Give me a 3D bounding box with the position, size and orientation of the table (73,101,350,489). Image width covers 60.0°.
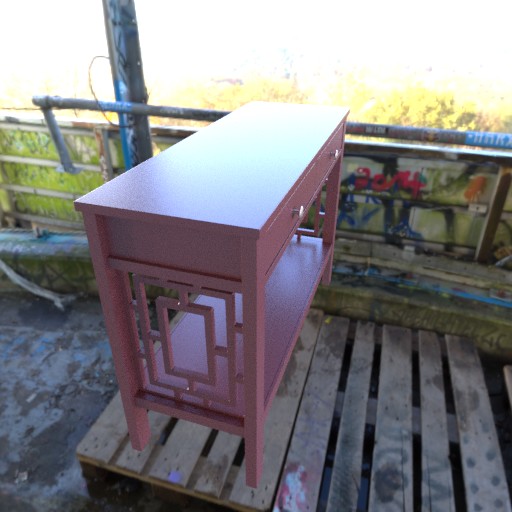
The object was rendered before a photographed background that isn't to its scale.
[{"bbox_3d":[0.000,0.000,1.440,0.397,0.753,1.068,10,31,16],"label":"table"}]
